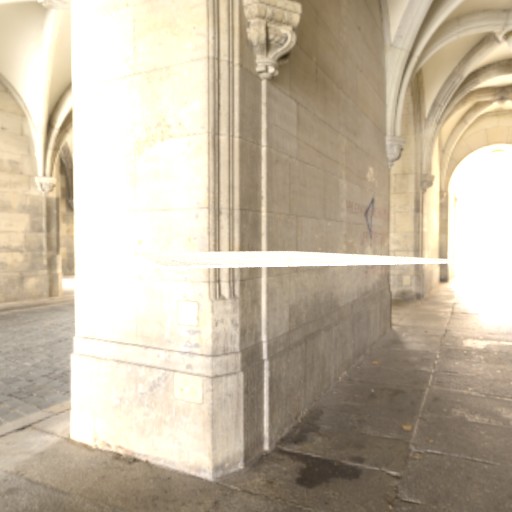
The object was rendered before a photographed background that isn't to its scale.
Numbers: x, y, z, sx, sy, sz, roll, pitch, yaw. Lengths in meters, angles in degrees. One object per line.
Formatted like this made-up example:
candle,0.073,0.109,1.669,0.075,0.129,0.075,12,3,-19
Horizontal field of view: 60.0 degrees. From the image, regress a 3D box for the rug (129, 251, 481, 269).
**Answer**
rug,0.000,0.000,2.360,1.211,0.007,1.827,-1,2,-19
